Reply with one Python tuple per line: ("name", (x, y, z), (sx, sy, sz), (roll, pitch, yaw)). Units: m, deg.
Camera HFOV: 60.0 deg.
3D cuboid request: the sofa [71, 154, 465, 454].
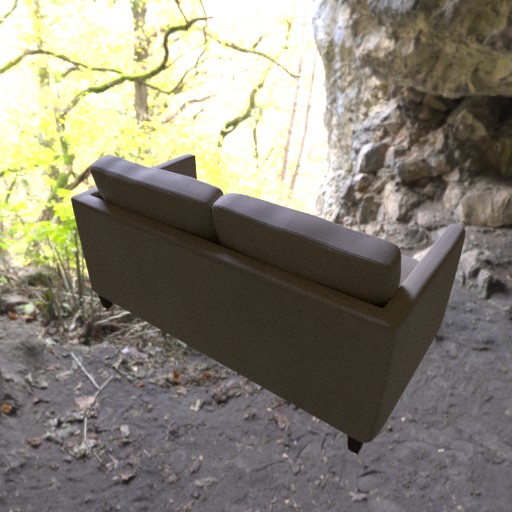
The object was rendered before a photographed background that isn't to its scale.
("sofa", (0.000, 0.000, 2.373), (1.846, 0.940, 0.950), (21, 37, 30))
